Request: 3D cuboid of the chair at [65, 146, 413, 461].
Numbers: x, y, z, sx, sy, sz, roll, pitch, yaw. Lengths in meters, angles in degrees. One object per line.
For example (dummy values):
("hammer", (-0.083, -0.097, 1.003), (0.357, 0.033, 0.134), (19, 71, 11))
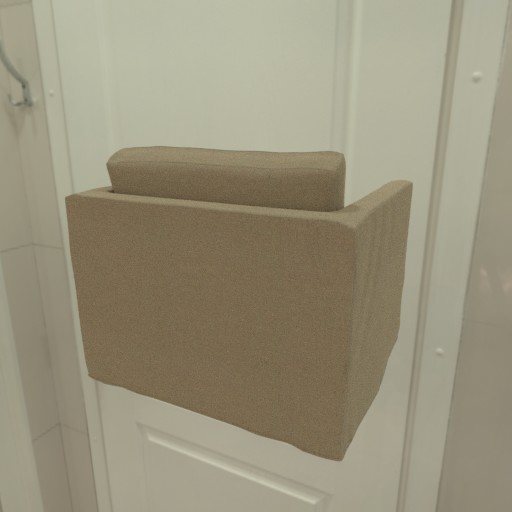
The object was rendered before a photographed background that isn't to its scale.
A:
("chair", (0.000, 0.000, 1.767), (1.057, 0.863, 0.949), (8, 18, 26))
